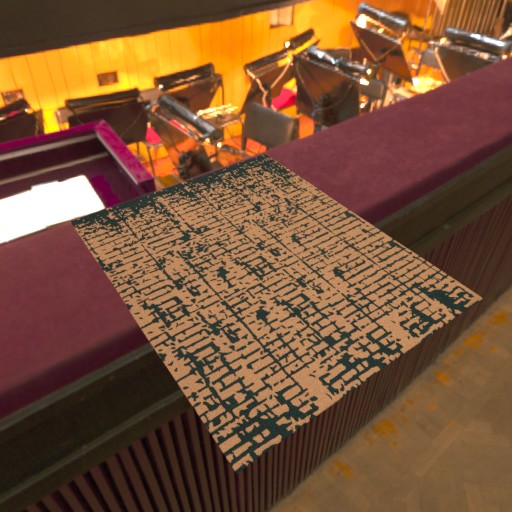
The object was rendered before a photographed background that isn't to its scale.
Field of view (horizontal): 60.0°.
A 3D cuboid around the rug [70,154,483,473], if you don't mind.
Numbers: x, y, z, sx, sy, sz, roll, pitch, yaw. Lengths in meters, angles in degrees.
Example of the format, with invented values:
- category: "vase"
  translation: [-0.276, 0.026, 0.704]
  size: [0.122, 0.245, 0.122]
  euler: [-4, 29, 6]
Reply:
- category: "rug"
  translation: [0.000, 0.000, 4.030]
  size: [2.416, 0.014, 3.017]
  euler: [-25, 47, -26]
